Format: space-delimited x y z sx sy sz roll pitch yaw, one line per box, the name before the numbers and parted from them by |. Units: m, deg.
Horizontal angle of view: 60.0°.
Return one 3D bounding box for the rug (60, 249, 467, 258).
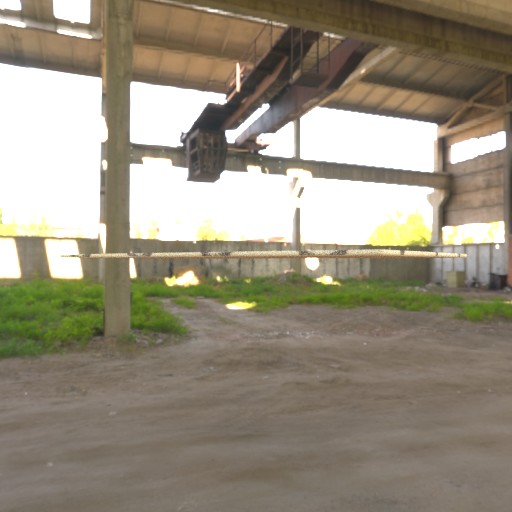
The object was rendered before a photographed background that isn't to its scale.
rug | 0.000 0.000 3.009 2.348 0.024 1.501 0 -1 37
